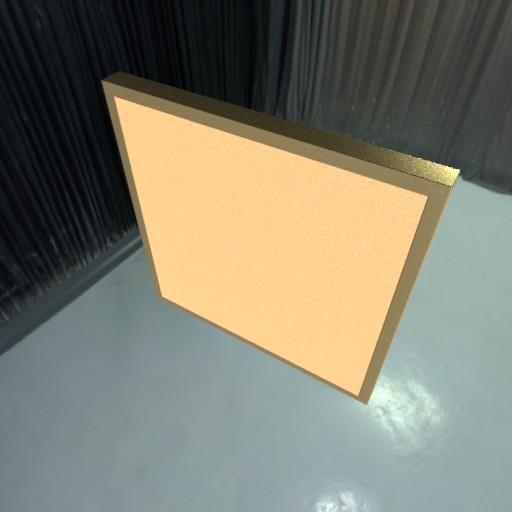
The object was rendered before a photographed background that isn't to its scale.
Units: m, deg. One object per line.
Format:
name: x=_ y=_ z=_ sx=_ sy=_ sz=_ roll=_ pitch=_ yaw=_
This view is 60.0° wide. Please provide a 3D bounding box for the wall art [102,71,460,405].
wall art: x=0.000 y=0.000 z=0.454 sx=0.305 sy=0.305 sz=0.023 roll=23 pitch=50 yaw=21
